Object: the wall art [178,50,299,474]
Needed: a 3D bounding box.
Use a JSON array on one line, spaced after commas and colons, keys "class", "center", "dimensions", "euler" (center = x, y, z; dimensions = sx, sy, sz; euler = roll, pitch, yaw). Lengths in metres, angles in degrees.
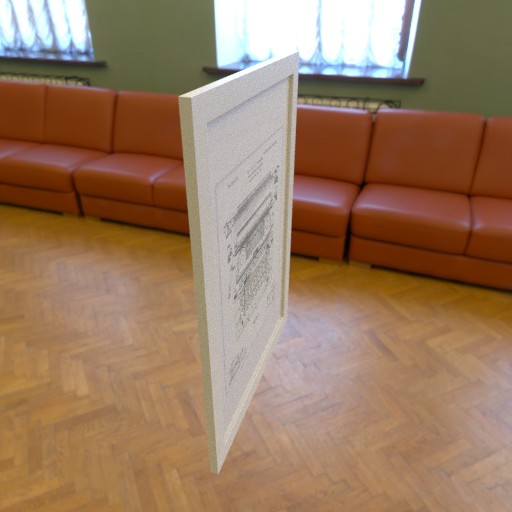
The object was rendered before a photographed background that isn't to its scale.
[{"class": "wall art", "center": [0.000, 0.000, 0.674], "dimensions": [0.013, 0.533, 0.381], "euler": [10, 32, 16]}]
